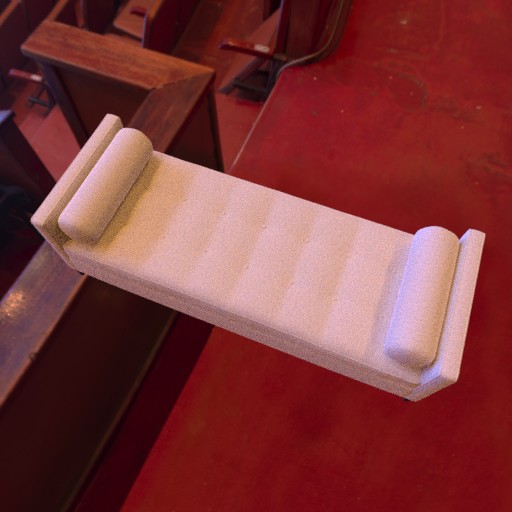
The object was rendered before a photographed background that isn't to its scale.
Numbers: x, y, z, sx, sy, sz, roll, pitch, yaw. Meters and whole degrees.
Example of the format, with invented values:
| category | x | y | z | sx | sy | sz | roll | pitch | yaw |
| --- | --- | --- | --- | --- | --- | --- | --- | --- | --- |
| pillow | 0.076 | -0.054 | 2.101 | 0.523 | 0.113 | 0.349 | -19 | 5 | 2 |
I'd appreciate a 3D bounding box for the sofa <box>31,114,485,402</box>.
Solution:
| category | x | y | z | sx | sy | sz | roll | pitch | yaw |
| --- | --- | --- | --- | --- | --- | --- | --- | --- | --- |
| sofa | 0.000 | 0.000 | 2.298 | 1.985 | 0.641 | 0.746 | 20 | 65 | 10 |
